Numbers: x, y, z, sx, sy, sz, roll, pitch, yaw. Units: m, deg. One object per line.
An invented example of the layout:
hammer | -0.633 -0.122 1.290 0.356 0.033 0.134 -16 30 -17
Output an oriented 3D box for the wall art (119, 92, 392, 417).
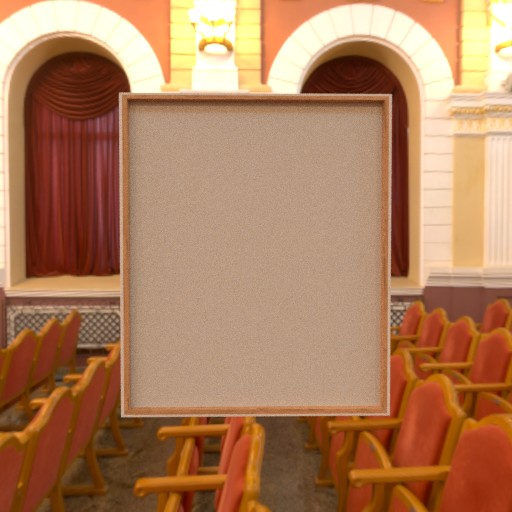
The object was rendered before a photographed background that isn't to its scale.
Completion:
wall art | 0.000 0.000 0.848 0.508 0.606 0.037 0 1 -1
